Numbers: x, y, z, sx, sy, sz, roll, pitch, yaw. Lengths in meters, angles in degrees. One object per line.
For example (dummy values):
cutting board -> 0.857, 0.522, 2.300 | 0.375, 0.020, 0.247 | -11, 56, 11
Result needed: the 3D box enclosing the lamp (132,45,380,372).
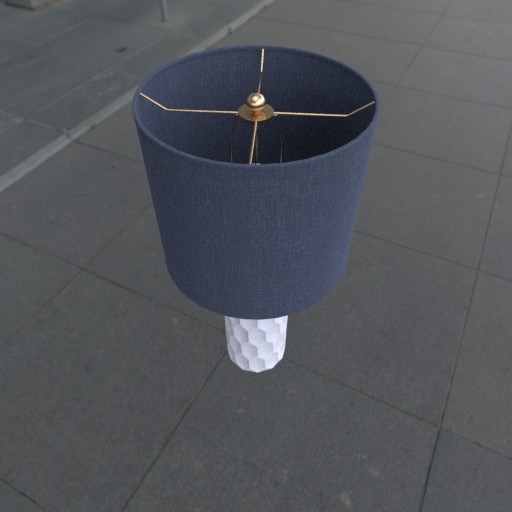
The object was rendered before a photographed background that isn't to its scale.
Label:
lamp -> 0.000, 0.000, 0.698 | 0.277, 0.537, 0.277 | 34, 55, 27
